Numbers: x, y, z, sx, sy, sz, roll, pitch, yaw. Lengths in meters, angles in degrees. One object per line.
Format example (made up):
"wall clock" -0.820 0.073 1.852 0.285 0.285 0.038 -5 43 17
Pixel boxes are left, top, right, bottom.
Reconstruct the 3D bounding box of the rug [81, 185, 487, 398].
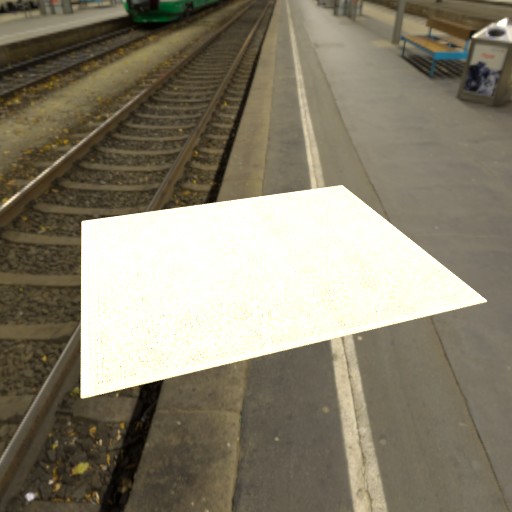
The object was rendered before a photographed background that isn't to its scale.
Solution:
"rug" 0.000 0.000 4.081 3.050 0.015 2.441 -10 33 -15
